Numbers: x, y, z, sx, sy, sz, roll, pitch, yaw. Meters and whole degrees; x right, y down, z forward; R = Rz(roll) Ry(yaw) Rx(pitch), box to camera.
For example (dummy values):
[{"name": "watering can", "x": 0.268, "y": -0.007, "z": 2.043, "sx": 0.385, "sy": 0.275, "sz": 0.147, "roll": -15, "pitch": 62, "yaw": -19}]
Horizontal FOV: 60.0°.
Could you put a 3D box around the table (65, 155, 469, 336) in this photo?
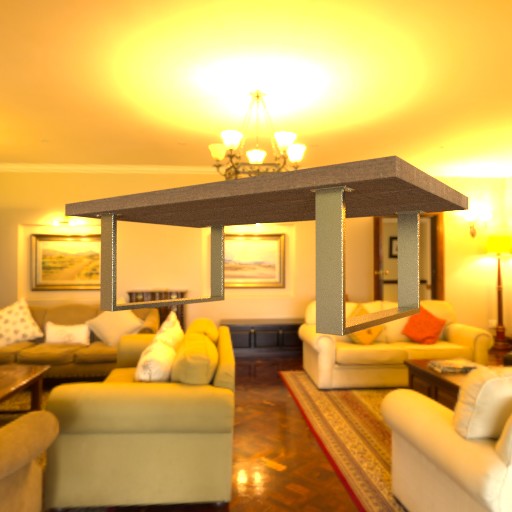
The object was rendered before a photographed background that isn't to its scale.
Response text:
[{"name": "table", "x": 0.000, "y": 0.000, "z": 1.758, "sx": 1.400, "sy": 0.440, "sz": 0.800, "roll": -1, "pitch": -1, "yaw": 37}]
